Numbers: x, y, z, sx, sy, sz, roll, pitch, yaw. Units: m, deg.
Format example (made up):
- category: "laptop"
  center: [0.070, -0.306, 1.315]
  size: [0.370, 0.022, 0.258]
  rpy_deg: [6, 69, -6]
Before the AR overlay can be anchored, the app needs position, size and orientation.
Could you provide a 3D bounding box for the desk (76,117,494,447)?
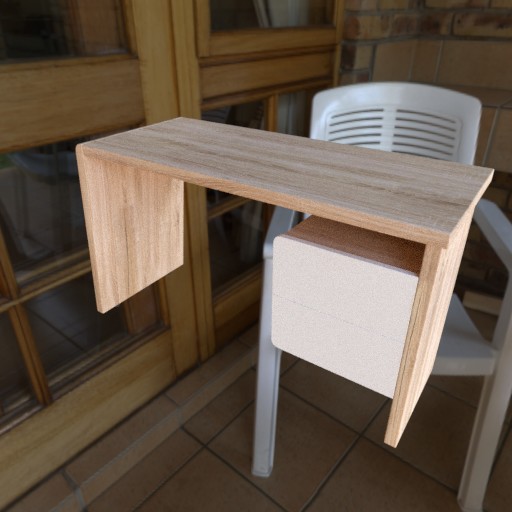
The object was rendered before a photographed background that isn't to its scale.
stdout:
- category: "desk"
  center: [0.000, 0.000, 1.582]
  size: [1.300, 0.750, 0.500]
  rpy_deg: [19, 34, 29]
